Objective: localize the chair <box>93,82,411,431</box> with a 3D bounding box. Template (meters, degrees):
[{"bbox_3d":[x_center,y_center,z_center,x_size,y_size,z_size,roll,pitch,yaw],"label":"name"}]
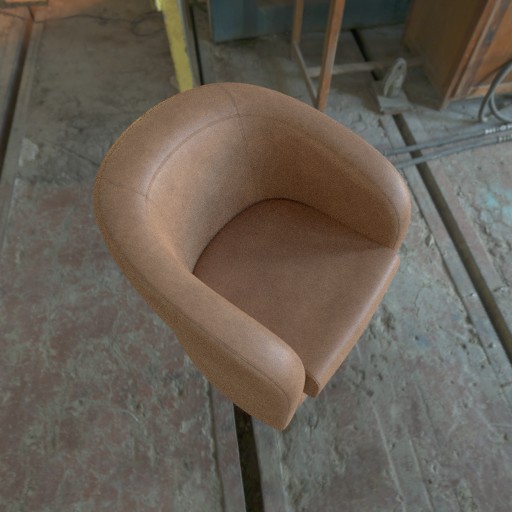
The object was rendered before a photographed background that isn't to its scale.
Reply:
[{"bbox_3d":[0.000,0.000,1.445,0.815,0.771,0.791,31,63,18],"label":"chair"}]
